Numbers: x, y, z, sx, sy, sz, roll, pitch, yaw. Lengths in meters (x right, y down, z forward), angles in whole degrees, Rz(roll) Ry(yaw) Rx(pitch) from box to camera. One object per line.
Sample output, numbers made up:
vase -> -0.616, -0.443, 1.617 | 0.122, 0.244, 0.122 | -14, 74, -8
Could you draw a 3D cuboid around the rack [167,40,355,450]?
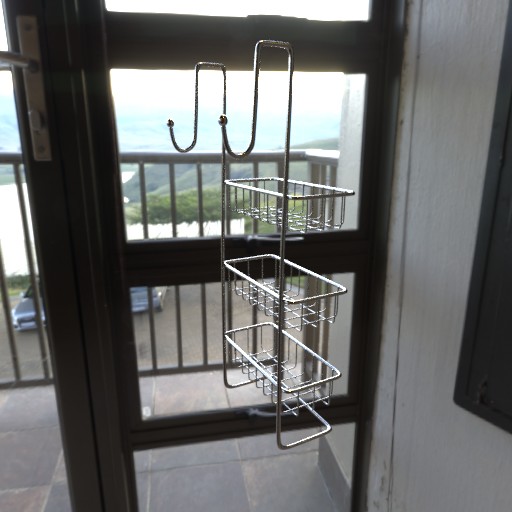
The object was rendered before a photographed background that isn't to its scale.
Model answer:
rack -> 0.000, 0.000, 0.688 | 0.202, 0.574, 0.228 | -8, 18, -27
